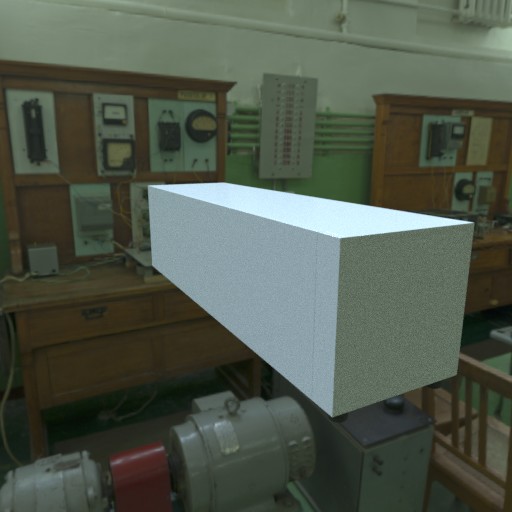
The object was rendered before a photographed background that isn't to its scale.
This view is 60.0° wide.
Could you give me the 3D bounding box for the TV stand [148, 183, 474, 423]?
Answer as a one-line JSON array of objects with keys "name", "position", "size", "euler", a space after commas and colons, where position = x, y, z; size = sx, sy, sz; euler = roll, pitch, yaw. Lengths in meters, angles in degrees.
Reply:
[{"name": "TV stand", "position": [0.000, 0.000, 1.682], "size": [0.410, 0.440, 1.500], "euler": [-7, 15, -27]}]
